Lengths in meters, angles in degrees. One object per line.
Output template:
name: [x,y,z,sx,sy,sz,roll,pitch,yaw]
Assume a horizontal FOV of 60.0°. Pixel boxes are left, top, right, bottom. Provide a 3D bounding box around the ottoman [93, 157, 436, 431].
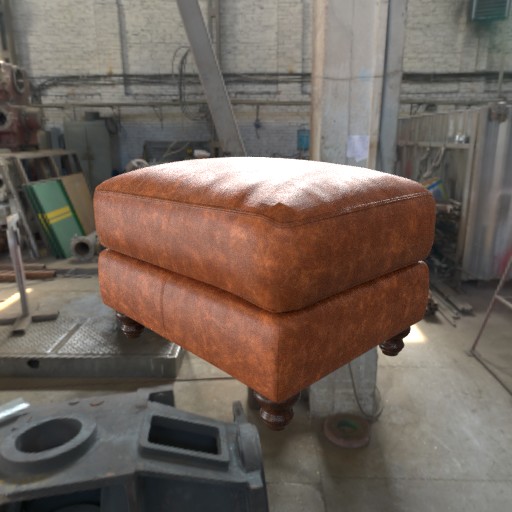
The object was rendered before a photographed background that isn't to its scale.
ottoman: [0.000,0.000,1.298,0.657,0.562,0.832,-14,21,-42]
